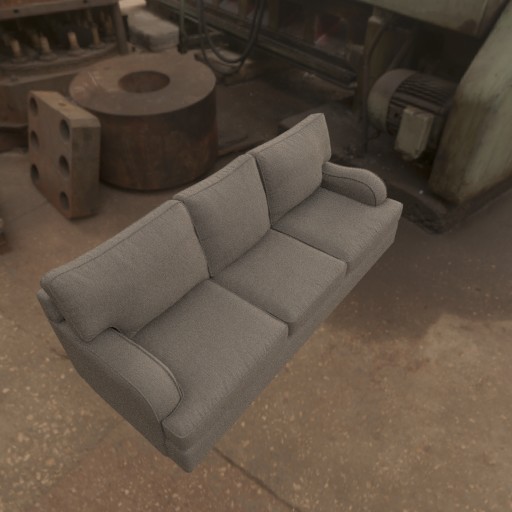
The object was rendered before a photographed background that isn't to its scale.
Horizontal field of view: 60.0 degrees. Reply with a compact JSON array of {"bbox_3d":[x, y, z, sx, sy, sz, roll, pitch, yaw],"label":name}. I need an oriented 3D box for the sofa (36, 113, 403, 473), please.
[{"bbox_3d":[0.000,0.000,2.821,1.016,0.991,2.323,28,49,28],"label":"sofa"}]
